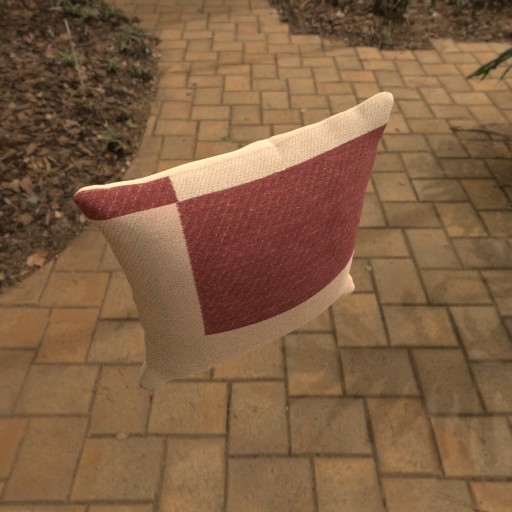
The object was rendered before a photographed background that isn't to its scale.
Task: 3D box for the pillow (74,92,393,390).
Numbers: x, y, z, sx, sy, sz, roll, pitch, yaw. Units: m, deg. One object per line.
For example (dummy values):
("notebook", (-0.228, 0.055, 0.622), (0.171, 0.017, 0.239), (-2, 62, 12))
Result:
("pillow", (0.000, 0.000, 0.806), (0.536, 0.506, 0.229), (-22, 51, -19))
